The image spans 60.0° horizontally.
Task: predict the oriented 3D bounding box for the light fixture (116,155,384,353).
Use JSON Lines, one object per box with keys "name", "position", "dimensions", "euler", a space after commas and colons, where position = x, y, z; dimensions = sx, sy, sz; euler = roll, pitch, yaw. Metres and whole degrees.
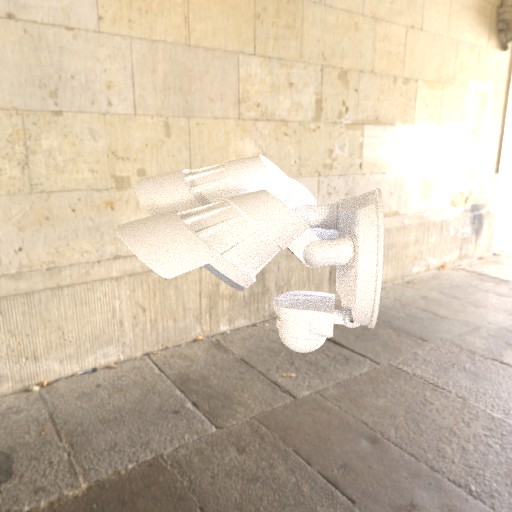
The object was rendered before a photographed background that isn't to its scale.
{"name": "light fixture", "position": [0.000, 0.000, 0.534], "dimensions": [0.278, 0.237, 0.369], "euler": [3, 14, 10]}
